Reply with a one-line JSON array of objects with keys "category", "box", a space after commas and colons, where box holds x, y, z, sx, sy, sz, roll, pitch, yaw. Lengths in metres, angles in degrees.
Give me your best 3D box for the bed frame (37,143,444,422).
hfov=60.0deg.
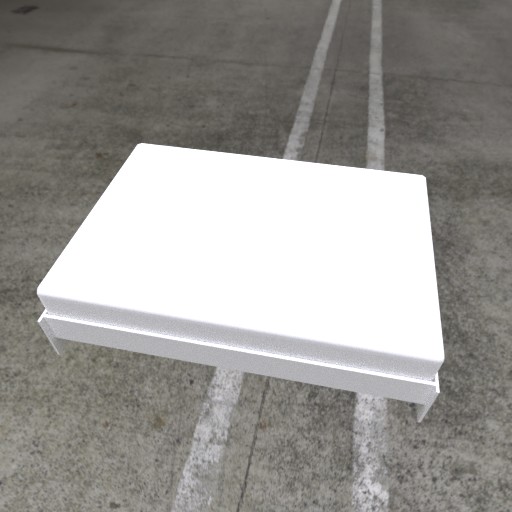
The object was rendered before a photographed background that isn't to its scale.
[{"category": "bed frame", "box": [0.000, 0.000, 2.629, 1.945, 0.497, 1.445, 8, 47, 8]}]
